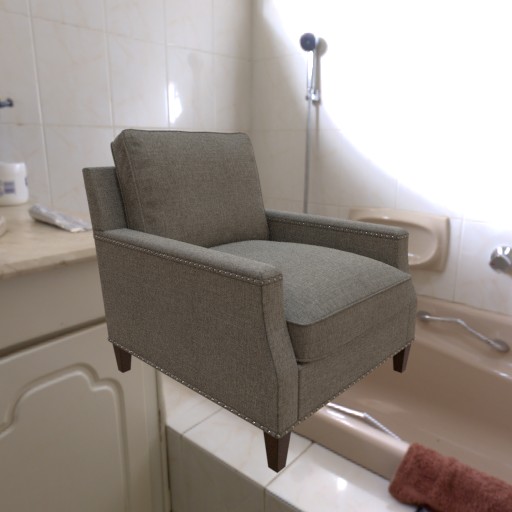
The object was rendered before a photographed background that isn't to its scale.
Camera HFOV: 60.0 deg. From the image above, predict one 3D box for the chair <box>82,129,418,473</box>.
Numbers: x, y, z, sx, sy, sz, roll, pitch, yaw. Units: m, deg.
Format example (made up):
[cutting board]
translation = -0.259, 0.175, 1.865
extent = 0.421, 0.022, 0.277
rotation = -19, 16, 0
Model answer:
[chair]
translation = 0.000, 0.000, 1.704
extent = 1.014, 0.943, 0.853
rotation = 13, 19, 42
